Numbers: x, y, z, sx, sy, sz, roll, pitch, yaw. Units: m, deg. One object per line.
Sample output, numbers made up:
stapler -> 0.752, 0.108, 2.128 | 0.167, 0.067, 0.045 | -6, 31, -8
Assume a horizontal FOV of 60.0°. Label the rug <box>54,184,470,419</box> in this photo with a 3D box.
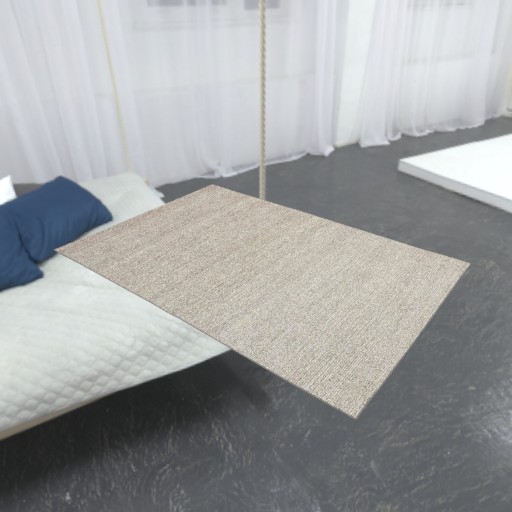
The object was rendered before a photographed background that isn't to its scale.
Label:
rug -> 0.000, 0.000, 3.000 | 2.342, 0.030, 1.609 | 22, 36, 33
